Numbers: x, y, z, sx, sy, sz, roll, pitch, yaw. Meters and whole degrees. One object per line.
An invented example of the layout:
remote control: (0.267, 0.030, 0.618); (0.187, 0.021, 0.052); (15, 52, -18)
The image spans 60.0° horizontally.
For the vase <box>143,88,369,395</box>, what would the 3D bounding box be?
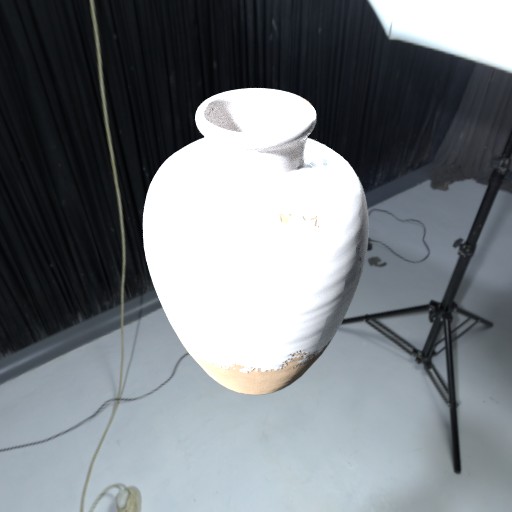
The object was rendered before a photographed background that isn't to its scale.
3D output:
vase: (0.000, 0.000, 0.335); (0.158, 0.228, 0.158); (0, 41, 0)
